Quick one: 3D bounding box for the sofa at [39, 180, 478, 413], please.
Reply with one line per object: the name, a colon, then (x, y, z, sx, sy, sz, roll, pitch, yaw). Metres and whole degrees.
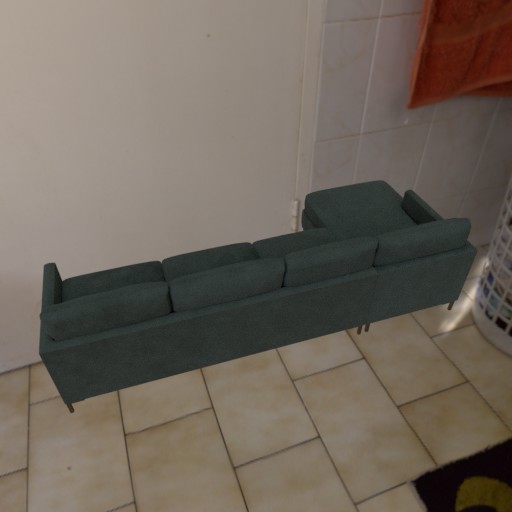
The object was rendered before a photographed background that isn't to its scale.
sofa: (0.000, 0.000, 3.897, 3.400, 0.967, 1.500, -12, 42, -14)
